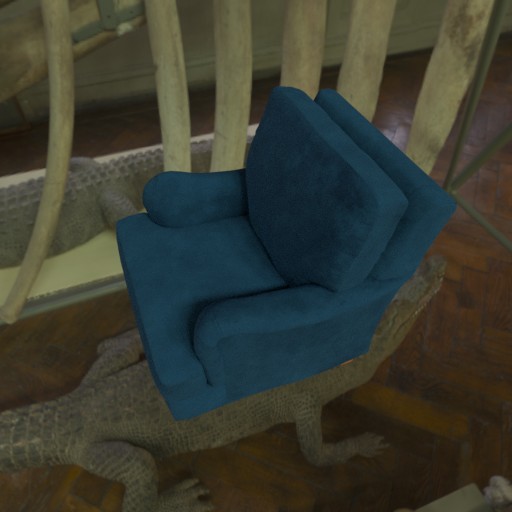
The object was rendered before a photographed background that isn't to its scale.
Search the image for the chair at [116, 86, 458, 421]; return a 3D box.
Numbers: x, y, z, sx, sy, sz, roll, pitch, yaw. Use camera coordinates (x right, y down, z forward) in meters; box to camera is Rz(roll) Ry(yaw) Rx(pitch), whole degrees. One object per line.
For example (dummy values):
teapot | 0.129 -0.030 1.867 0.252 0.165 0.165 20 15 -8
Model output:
chair | 0.000 0.000 1.865 1.078 1.076 0.895 -17 50 -15
